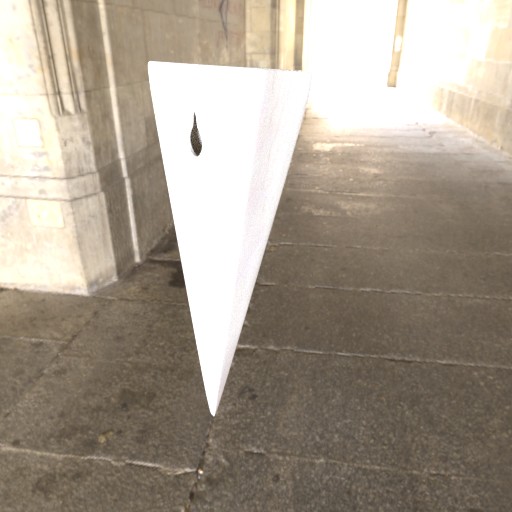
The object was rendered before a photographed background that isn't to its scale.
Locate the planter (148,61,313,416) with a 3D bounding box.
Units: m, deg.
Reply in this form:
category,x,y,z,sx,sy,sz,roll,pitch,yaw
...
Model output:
category,x,y,z,sx,sy,sz,roll,pitch,yaw
planter,0.000,0.000,0.280,0.081,0.224,0.101,-18,31,-33
